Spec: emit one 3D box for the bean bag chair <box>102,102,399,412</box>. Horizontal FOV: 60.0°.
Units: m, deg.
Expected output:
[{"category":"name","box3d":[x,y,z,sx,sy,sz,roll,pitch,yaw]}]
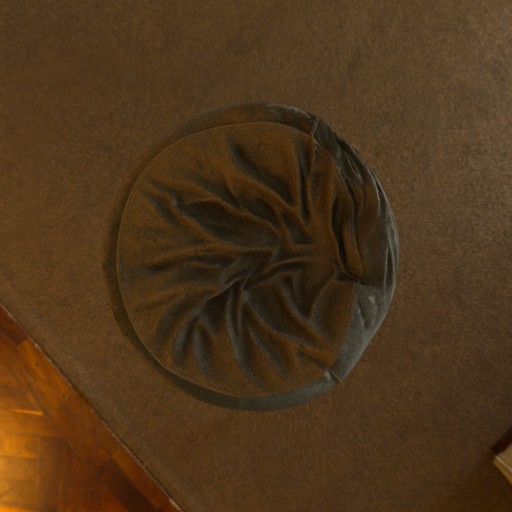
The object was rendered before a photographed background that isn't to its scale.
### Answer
[{"category":"bean bag chair","box3d":[0.000,0.000,1.470,0.918,0.605,0.918,0,91,0]}]
